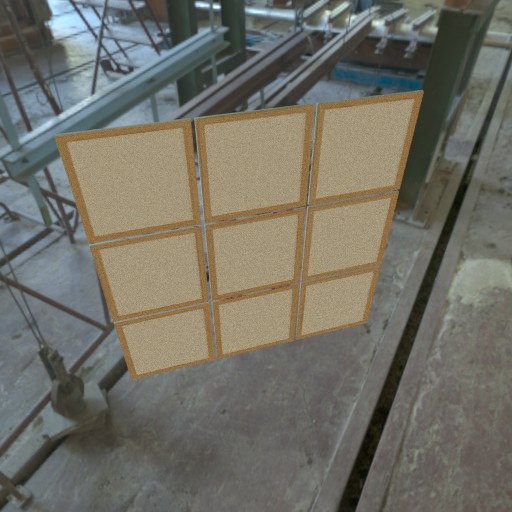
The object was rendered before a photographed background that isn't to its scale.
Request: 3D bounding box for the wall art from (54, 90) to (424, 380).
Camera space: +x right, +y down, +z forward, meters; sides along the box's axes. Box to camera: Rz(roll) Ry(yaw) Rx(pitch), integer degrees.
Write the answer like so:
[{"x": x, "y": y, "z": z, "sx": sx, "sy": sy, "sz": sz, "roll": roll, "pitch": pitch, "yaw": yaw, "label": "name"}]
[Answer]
[{"x": 0.000, "y": 0.000, "z": 2.258, "sx": 1.517, "sy": 1.523, "sz": 0.013, "roll": -11, "pitch": 42, "yaw": -13, "label": "wall art"}]
